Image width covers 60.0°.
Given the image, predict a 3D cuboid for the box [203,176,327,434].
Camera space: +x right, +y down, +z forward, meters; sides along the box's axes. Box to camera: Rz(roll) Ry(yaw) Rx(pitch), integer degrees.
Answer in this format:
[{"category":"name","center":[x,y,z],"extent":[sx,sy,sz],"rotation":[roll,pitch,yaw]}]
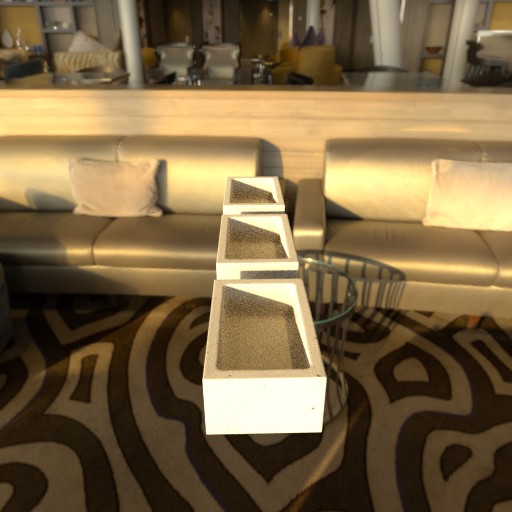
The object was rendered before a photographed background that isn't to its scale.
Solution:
[{"category":"box","center":[0.000,0.000,0.507],"extent":[0.082,0.051,0.461],"rotation":[-1,27,-1]}]
